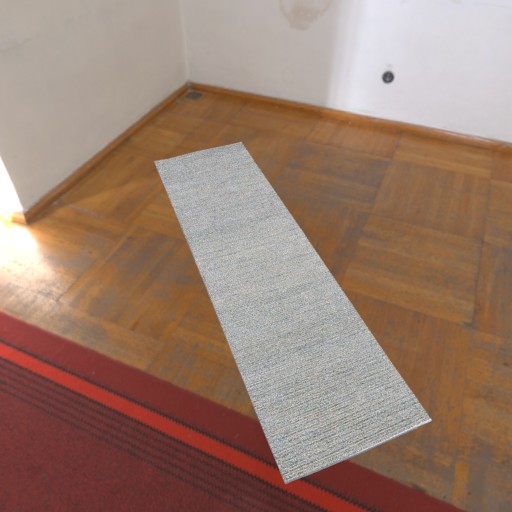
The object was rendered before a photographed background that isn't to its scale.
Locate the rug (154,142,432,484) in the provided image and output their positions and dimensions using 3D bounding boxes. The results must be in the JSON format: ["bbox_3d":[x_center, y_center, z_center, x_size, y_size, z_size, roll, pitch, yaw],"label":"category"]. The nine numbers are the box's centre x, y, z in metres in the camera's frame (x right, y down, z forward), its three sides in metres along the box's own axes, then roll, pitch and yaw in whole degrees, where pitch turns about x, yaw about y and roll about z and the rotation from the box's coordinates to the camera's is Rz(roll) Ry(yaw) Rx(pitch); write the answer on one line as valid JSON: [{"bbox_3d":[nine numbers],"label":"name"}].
[{"bbox_3d":[0.000,0.000,2.528,0.675,0.037,2.341,-16,48,-15],"label":"rug"}]
